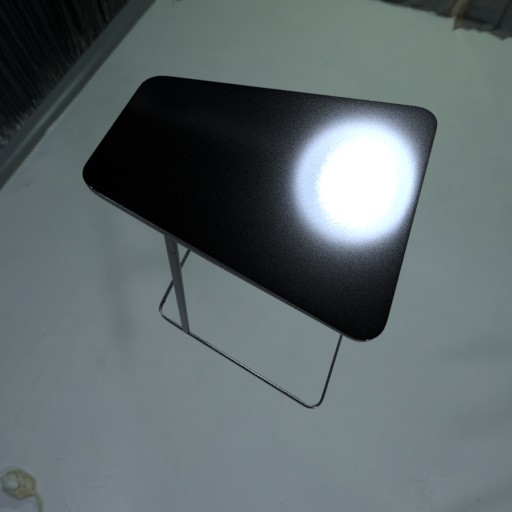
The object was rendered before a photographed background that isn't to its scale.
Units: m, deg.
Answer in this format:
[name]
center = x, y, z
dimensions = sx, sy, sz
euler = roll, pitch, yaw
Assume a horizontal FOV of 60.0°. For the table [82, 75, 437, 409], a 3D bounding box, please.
[table]
center = 0.000, 0.000, 0.967
dimensions = 0.500, 0.624, 0.427
euler = 19, 65, 9
